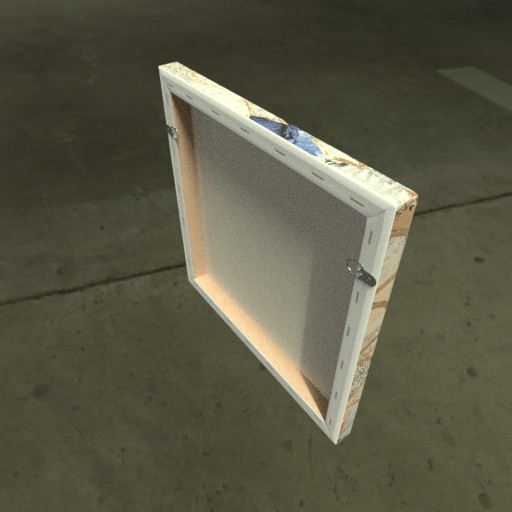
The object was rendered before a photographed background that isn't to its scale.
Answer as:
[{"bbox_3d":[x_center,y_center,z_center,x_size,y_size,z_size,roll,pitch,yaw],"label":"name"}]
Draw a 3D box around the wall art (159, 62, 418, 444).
[{"bbox_3d":[0.000,0.000,0.762,0.038,0.508,0.507,-26,48,-27],"label":"wall art"}]
